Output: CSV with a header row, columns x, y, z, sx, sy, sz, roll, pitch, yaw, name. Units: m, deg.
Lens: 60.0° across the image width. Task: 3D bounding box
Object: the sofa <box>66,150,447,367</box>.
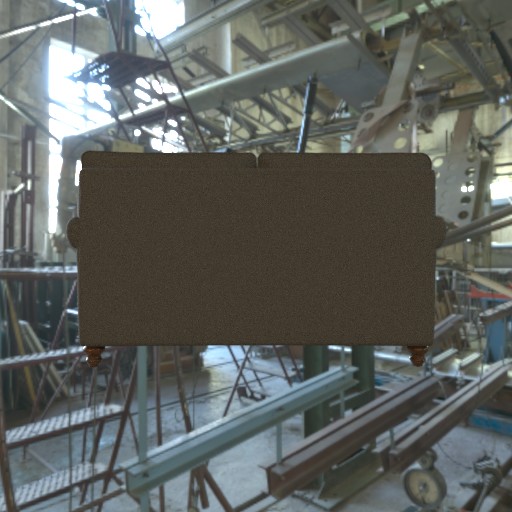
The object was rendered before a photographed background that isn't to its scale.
x,y,z,sx,sy,sz,roll,pitch,yaw,name
0.000,0.000,2.272,1.665,0.937,0.964,0,0,-1,sofa
